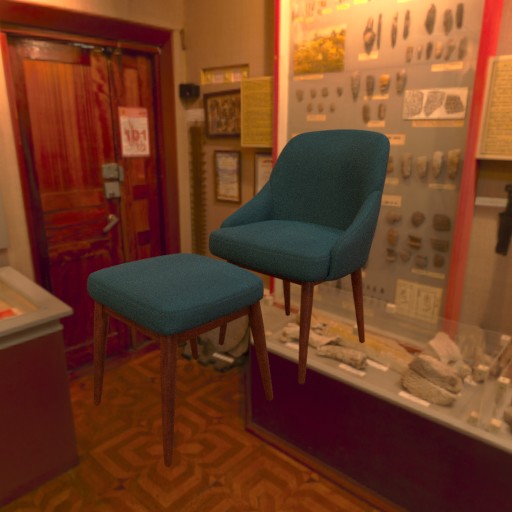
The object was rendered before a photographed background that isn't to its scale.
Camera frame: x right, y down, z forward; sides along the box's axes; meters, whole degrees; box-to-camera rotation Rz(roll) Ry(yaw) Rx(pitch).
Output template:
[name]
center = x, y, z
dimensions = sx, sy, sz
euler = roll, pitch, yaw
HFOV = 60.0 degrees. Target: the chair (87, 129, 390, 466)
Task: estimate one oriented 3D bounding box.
[chair]
center = 0.000, 0.000, 1.583
dimensions = 0.584, 0.866, 1.114
euler = 15, 22, 42
